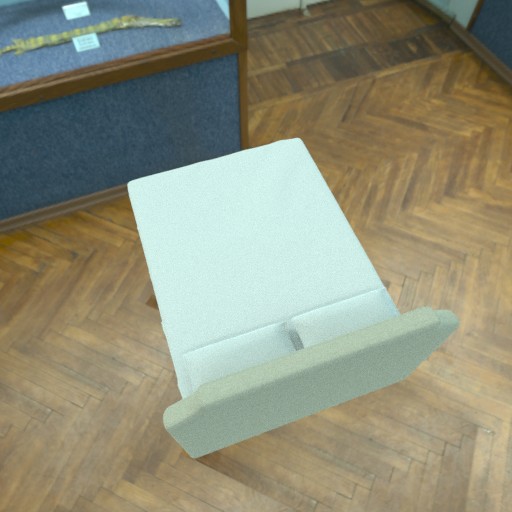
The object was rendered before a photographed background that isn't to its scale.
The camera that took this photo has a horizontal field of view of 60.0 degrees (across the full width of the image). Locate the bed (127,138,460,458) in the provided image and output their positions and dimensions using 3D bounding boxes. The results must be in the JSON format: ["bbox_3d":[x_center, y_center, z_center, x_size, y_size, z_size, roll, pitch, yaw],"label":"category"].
[{"bbox_3d":[0.000,0.000,3.198,1.693,1.290,2.116,-17,61,-10],"label":"bed"}]
